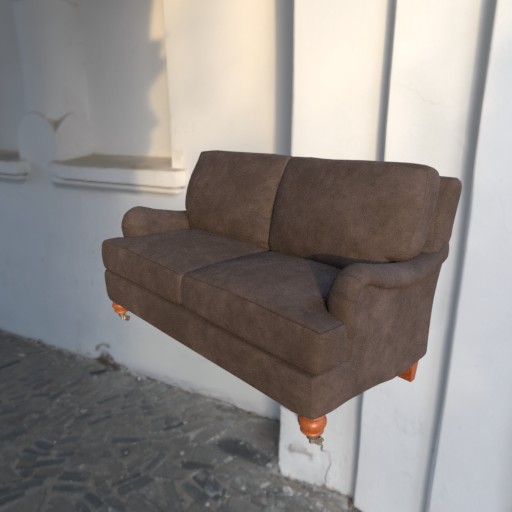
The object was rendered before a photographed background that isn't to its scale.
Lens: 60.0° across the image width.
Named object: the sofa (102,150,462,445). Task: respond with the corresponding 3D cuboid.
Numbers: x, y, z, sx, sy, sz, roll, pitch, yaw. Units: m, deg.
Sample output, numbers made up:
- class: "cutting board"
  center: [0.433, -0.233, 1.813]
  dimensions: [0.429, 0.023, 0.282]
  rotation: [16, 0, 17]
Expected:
- class: "sofa"
  center: [0.000, 0.000, 2.527]
  dimensions: [1.084, 1.101, 1.853]
  rotation: [-15, 22, -41]
